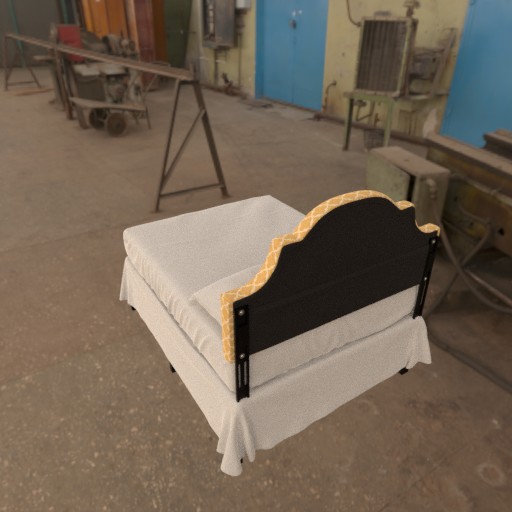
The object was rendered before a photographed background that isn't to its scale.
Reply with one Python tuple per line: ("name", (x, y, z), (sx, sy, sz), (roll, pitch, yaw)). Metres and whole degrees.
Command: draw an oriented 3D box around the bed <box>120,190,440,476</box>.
("bed", (0.000, 0.000, 3.431), (1.780, 1.633, 2.222), (-17, 33, -27))
